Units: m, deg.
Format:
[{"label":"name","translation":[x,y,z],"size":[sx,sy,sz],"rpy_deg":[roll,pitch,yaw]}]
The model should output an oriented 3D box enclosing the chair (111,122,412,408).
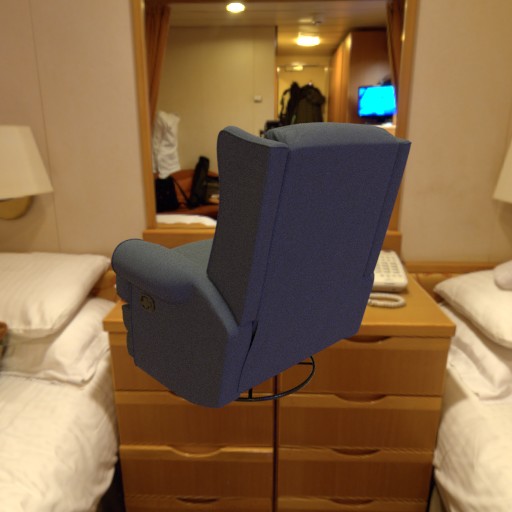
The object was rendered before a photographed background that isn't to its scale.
[{"label":"chair","translation":[0.000,0.000,1.784],"size":[0.971,1.020,0.877],"rpy_deg":[-15,21,-43]}]
